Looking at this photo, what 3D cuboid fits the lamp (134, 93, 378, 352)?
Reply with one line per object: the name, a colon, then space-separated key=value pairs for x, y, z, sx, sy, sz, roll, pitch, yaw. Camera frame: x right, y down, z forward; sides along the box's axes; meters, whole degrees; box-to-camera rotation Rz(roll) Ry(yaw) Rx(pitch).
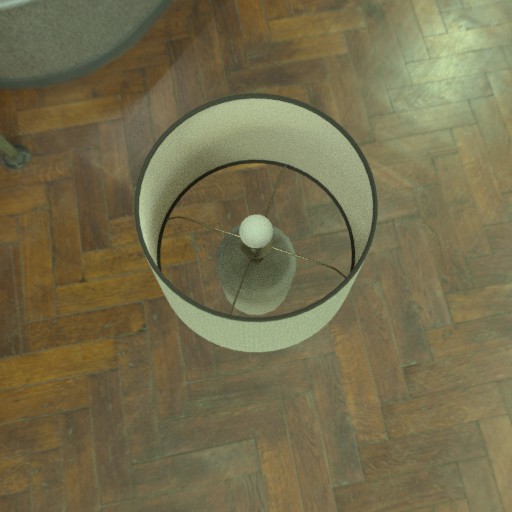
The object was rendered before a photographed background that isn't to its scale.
lamp: x=0.000 y=0.000 z=0.876 sx=0.376 sy=0.594 sz=0.376 roll=0 pitch=75 yaw=0
